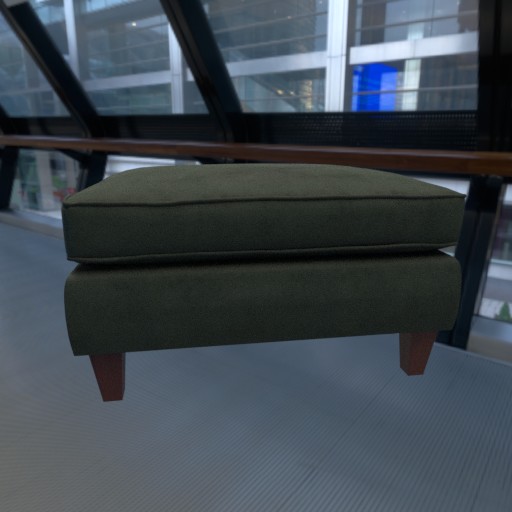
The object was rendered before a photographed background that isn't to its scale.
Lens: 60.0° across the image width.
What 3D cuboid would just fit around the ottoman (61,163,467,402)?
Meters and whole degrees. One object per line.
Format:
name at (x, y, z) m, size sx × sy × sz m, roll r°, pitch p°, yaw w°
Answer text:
ottoman at (0.000, 0.000, 1.228) m, size 0.864 × 0.495 × 0.632 m, roll -2°, pitch 15°, yaw -9°
